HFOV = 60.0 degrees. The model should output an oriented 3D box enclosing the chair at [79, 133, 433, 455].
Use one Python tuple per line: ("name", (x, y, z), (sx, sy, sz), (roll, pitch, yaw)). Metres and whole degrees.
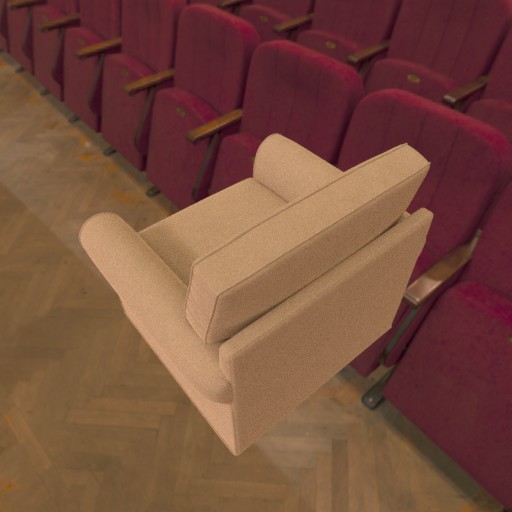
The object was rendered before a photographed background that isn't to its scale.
("chair", (0.000, 0.000, 1.729), (1.040, 0.955, 0.863), (-31, 54, -26))
